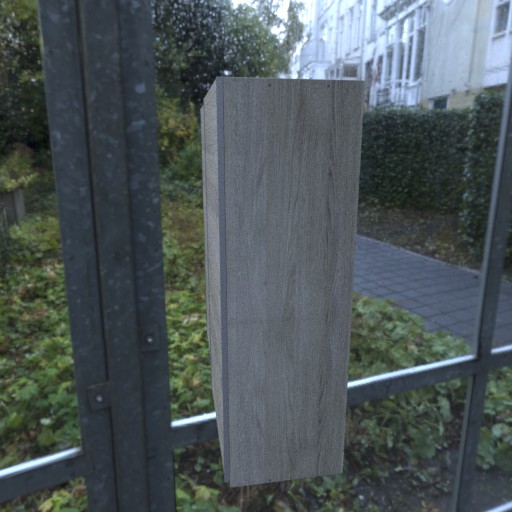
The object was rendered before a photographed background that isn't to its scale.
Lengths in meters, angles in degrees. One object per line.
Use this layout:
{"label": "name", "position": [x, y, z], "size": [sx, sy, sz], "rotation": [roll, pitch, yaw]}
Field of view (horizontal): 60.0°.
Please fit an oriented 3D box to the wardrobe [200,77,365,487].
{"label": "wardrobe", "position": [0.000, 0.000, 2.908], "size": [0.629, 1.960, 1.780], "rotation": [-2, 15, -9]}
